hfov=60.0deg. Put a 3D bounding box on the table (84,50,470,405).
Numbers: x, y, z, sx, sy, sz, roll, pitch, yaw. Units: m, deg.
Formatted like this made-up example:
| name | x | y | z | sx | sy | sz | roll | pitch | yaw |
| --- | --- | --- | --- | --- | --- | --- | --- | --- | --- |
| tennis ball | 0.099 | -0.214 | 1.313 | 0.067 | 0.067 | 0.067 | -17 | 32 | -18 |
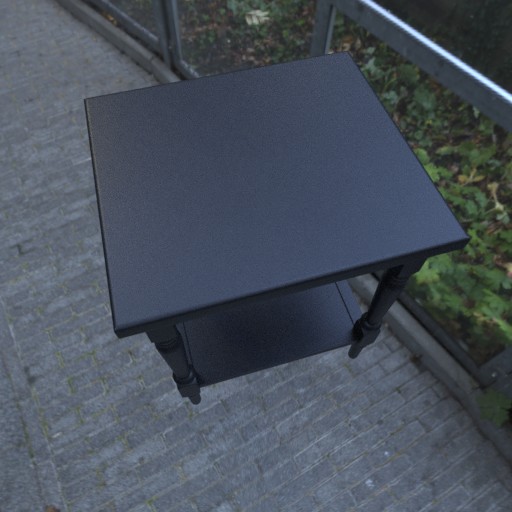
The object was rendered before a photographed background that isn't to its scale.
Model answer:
| name | x | y | z | sx | sy | sz | roll | pitch | yaw |
| --- | --- | --- | --- | --- | --- | --- | --- | --- | --- |
| table | 0.000 | 0.000 | 0.922 | 0.488 | 0.565 | 0.442 | -14 | 60 | -8 |
